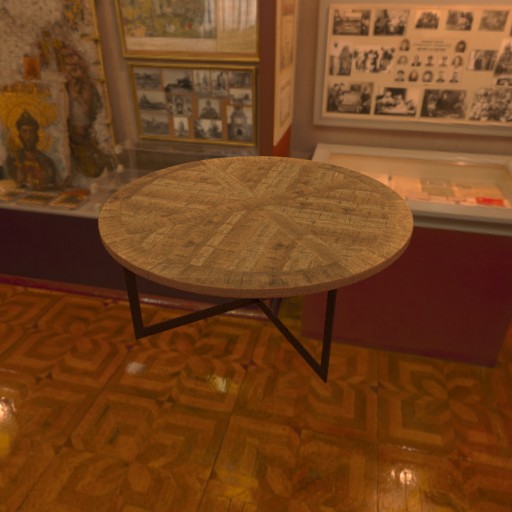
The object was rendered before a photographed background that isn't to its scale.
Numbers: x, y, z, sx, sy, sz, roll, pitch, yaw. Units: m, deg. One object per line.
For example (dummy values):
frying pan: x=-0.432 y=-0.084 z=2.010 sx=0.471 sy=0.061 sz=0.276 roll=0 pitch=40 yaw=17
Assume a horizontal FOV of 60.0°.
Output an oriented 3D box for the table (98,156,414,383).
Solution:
table: x=0.000 y=0.000 z=1.987 sx=1.264 sy=0.516 sz=1.264 roll=0 pitch=30 yaw=0
